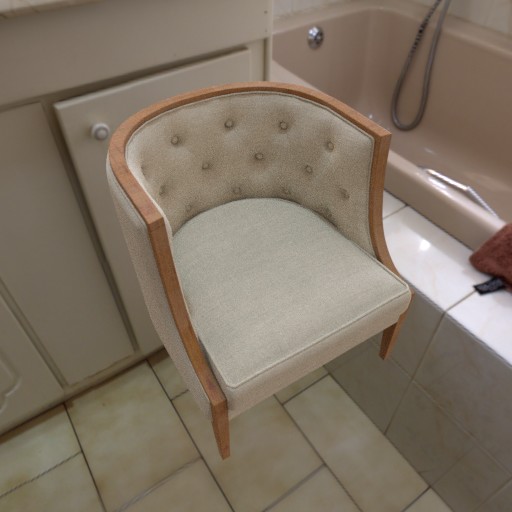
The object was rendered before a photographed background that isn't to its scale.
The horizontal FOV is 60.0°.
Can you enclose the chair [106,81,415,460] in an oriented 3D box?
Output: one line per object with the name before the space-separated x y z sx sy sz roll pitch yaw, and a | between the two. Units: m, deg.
chair | 0.000 0.000 1.388 0.711 0.775 0.757 -24 50 -22
